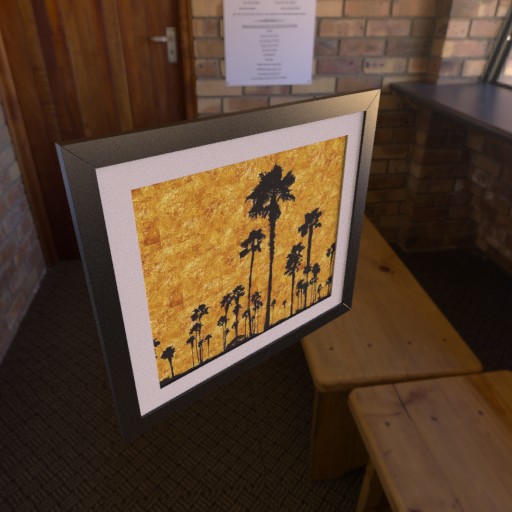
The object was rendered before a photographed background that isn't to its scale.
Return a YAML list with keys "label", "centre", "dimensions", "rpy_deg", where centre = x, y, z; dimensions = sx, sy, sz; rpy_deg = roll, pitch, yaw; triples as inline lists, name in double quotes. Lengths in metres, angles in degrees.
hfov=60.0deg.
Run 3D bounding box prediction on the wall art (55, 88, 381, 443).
- label: "wall art"
  centre: [0.000, 0.000, 0.517]
  dimensions: [0.383, 0.332, 0.012]
  rpy_deg: [-23, 37, -34]
